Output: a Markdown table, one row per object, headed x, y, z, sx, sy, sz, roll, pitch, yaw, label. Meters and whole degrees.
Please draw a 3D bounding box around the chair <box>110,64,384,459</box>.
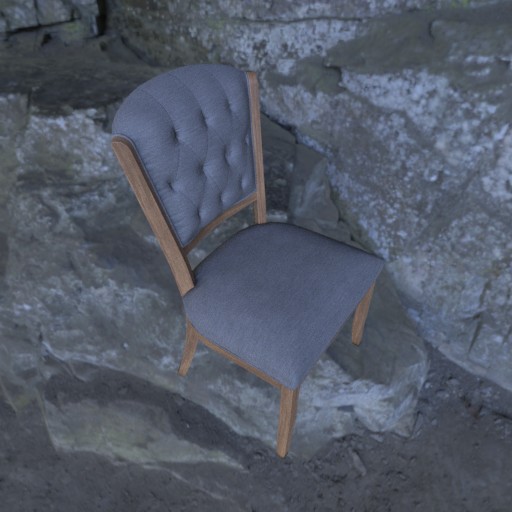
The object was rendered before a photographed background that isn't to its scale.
| x | y | z | sx | sy | sz | roll | pitch | yaw | label |
| --- | --- | --- | --- | --- | --- | --- | --- | --- | --- |
| 0.000 | 0.000 | 1.248 | 0.584 | 0.905 | 0.513 | 26 | 48 | 26 | chair |
